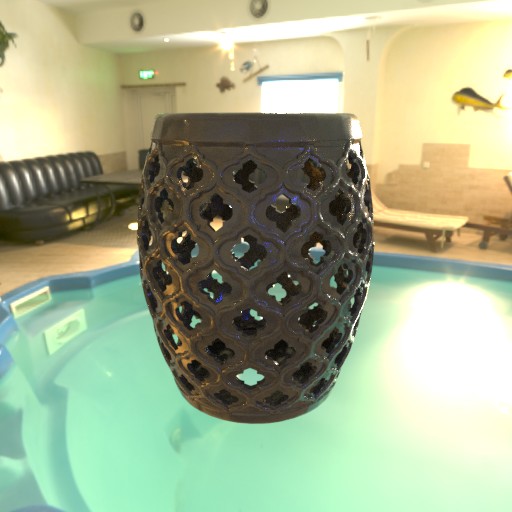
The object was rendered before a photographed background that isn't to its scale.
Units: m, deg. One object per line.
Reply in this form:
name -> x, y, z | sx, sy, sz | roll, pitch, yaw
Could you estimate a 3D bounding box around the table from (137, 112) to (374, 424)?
table -> 0.000, 0.000, 0.634 | 0.325, 0.388, 0.325 | 0, 17, 0
